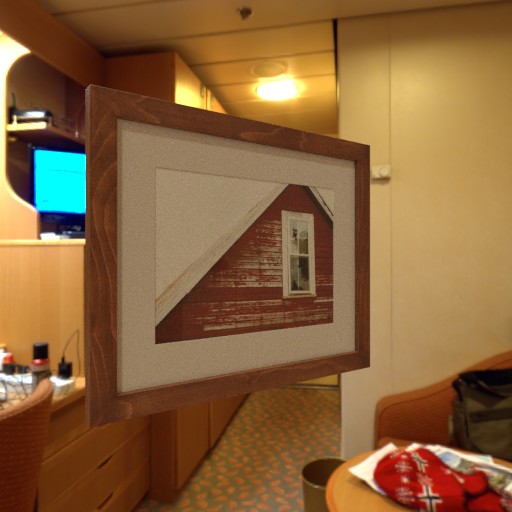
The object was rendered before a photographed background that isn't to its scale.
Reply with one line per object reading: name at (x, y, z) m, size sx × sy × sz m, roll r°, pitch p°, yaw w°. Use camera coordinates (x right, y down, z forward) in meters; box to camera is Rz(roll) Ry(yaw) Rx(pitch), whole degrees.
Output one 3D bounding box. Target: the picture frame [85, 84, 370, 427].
picture frame at (0.000, 0.000, 0.762) m, size 0.559 × 0.457 × 0.025 m, roll 0°, pitch 0°, yaw -35°
